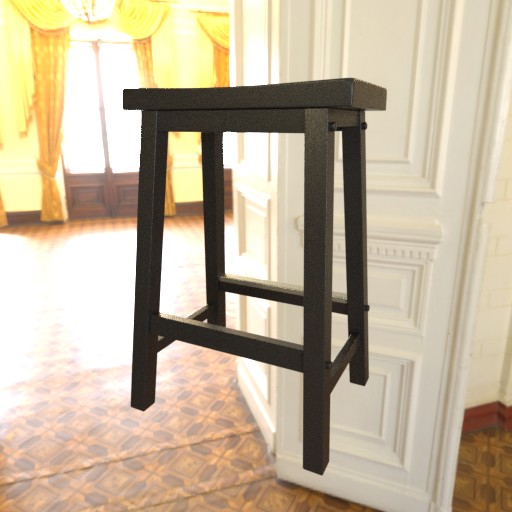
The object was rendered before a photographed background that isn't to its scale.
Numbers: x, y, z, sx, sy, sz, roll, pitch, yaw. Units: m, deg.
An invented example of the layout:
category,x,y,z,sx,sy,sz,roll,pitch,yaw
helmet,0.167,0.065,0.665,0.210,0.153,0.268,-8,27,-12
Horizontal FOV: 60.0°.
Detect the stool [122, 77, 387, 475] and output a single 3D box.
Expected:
category,x,y,z,sx,sy,sz,roll,pitch,yaw
stool,0.000,0.000,0.858,0.406,0.610,0.322,8,19,26
